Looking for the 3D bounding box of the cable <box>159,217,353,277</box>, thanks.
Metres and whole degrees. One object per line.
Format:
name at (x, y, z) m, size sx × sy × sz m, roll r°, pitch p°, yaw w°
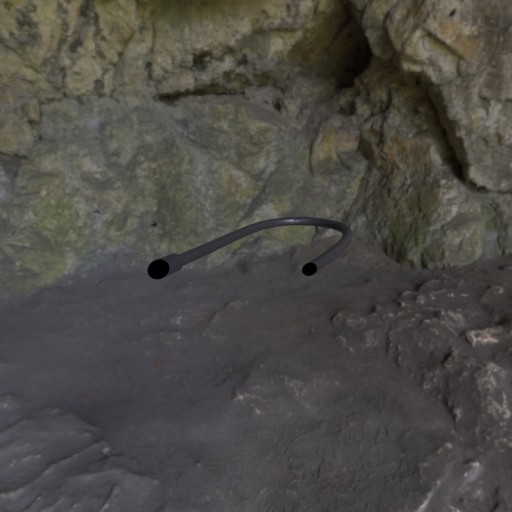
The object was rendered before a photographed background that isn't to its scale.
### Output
cable at (0.000, 0.000, 0.111) m, size 0.041 × 0.005 × 0.098 m, roll 8°, pitch 17°, yaw 25°
